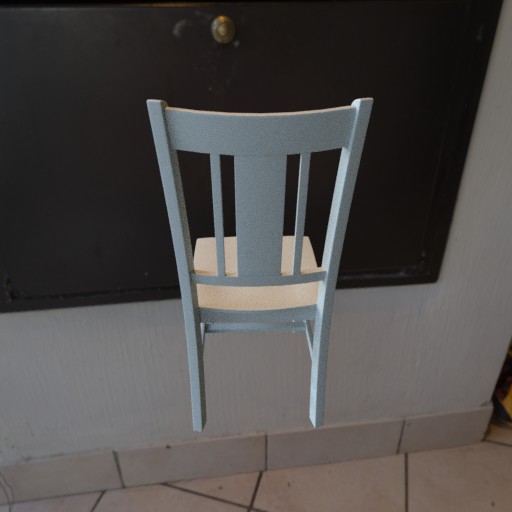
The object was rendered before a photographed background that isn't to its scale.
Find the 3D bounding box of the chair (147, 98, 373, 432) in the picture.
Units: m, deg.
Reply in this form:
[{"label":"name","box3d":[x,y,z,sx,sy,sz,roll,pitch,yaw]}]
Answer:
[{"label":"chair","box3d":[0.000,0.000,1.342,0.450,0.998,0.555,-1,29,-2]}]
